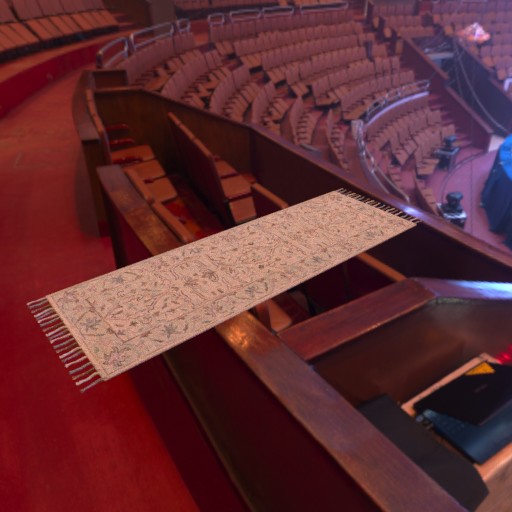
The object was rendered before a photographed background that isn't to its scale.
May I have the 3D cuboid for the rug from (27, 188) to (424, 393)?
[{"bbox_3d":[0.000,0.000,2.694,2.440,0.013,0.769,-23,38,-33],"label":"rug"}]
